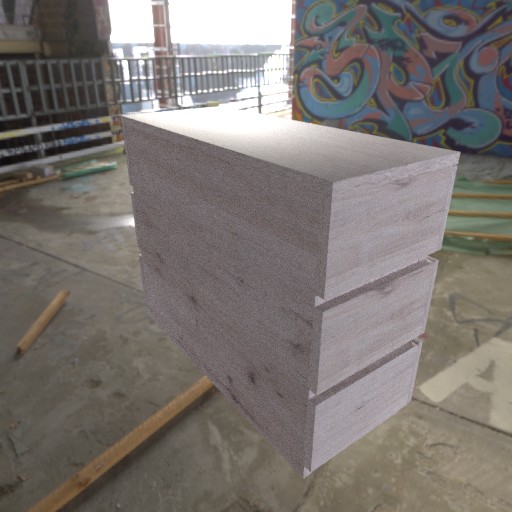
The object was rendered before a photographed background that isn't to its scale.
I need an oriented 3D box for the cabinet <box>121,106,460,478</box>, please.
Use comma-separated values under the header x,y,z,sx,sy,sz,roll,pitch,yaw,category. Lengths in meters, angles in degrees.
x,y,z,sx,sy,sz,roll,pitch,yaw,category
0.000,0.000,1.477,0.420,0.820,1.040,-18,31,-32,cabinet
